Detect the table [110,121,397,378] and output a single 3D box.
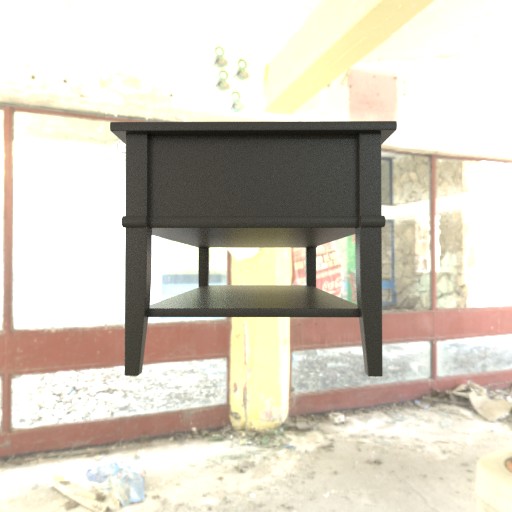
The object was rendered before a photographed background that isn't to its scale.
[{"bbox_3d":[0.000,0.000,1.324,0.523,0.470,1.044,0,-1,1],"label":"table"}]
